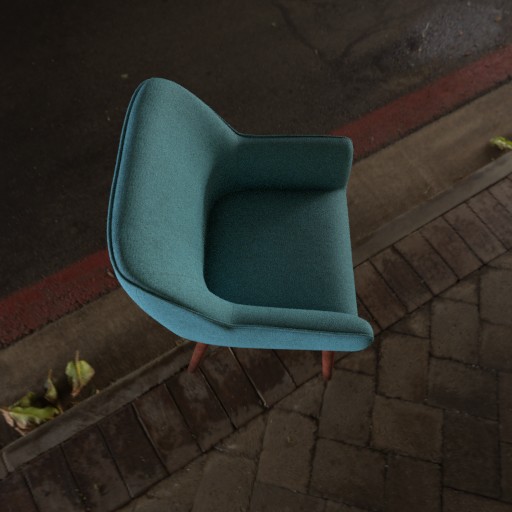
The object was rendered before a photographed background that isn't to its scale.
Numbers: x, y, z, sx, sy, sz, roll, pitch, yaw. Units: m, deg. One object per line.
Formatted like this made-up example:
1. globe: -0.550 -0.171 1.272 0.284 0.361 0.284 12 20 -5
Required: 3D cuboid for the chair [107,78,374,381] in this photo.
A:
1. chair: 0.000 0.000 1.171 0.519 0.803 0.543 0 64 0
